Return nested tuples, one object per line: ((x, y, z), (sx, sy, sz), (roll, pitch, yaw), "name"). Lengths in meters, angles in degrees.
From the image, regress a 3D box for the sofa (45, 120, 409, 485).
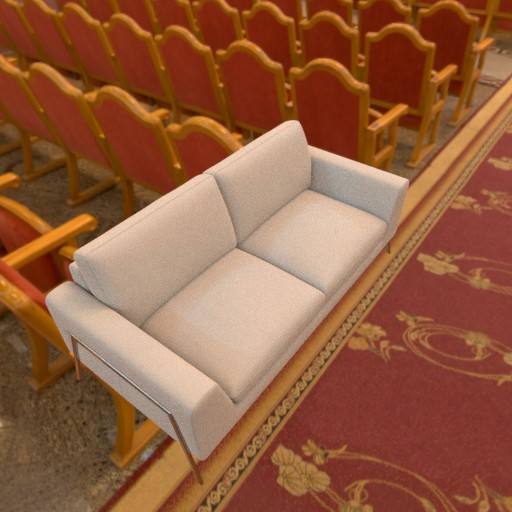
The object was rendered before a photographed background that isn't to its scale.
((0.000, 0.000, 2.530), (0.953, 0.875, 2.017), (27, 48, 27), "sofa")
